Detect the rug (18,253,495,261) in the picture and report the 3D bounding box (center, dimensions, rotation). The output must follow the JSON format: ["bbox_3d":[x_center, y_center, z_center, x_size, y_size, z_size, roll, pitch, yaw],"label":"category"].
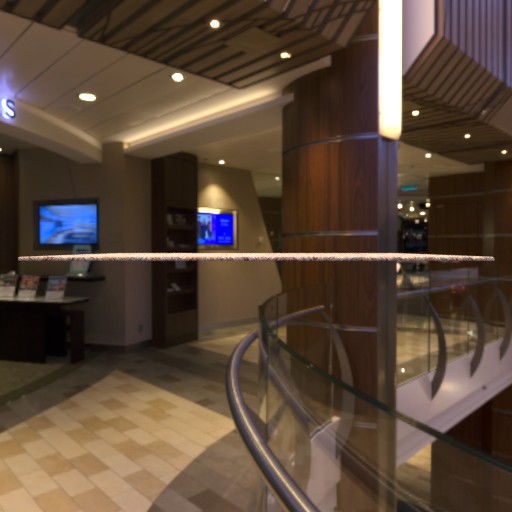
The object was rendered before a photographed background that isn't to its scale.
[{"bbox_3d":[0.000,0.000,2.192,1.761,0.014,1.143,0,1,0],"label":"rug"}]
